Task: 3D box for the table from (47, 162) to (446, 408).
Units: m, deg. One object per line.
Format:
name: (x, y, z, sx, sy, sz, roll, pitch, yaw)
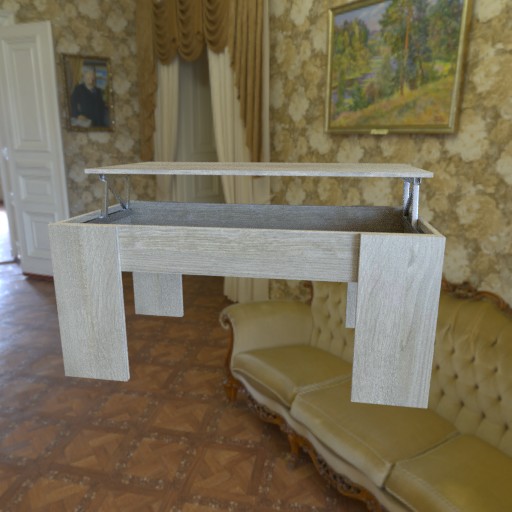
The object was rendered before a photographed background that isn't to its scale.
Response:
table: (0.000, 0.000, 1.458, 1.000, 0.570, 0.711, 2, 15, 9)
